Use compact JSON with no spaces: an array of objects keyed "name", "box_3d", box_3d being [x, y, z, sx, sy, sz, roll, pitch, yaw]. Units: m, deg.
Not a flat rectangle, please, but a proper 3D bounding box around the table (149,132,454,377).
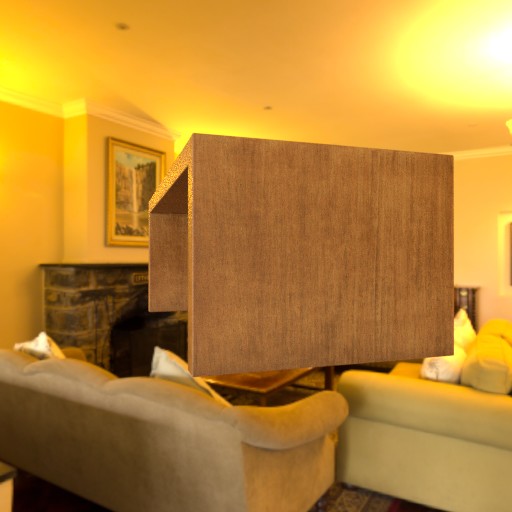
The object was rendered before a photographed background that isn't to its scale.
[{"name":"table","box_3d":[0.000,0.000,1.317,0.549,0.419,1.000,0,0,-18]}]
